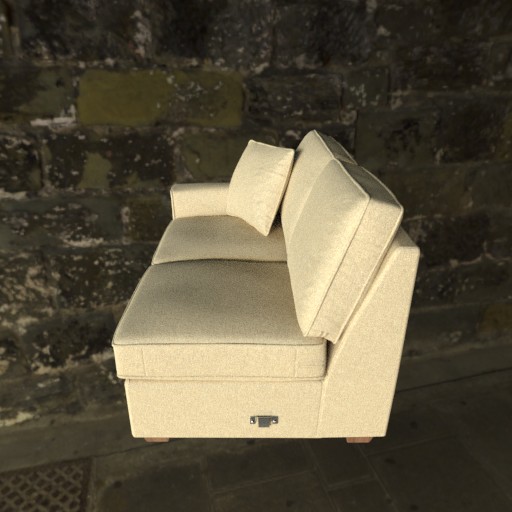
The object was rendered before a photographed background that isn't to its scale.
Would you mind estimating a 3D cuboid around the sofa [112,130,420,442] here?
[{"bbox_3d":[0.000,0.000,2.066,0.991,0.989,1.388,0,25,0],"label":"sofa"}]
